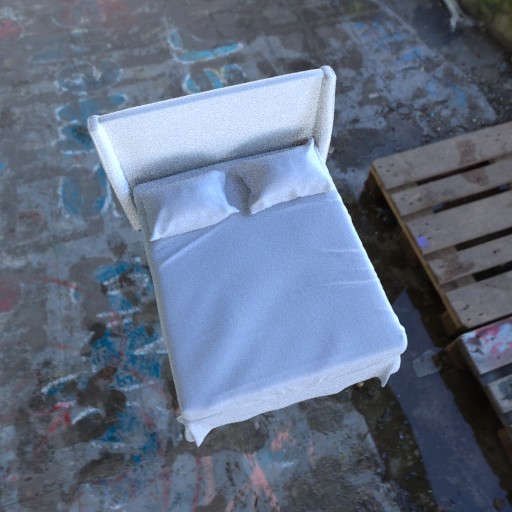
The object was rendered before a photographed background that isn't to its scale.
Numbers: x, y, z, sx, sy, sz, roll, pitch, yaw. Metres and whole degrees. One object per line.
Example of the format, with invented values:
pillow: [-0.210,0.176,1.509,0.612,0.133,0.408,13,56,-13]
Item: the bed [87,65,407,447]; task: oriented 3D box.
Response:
bed: [0.000,0.000,3.437,1.925,1.332,2.276,-15,64,-8]
